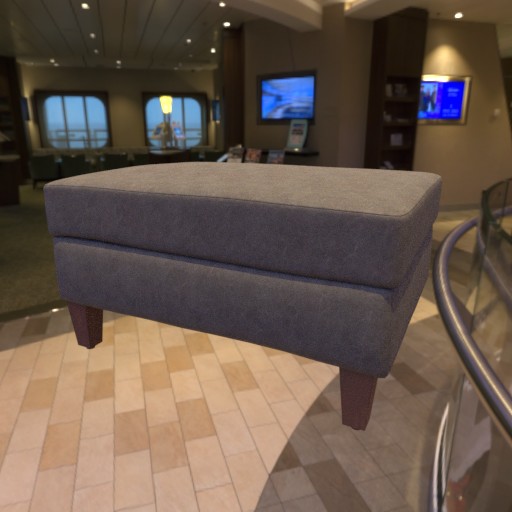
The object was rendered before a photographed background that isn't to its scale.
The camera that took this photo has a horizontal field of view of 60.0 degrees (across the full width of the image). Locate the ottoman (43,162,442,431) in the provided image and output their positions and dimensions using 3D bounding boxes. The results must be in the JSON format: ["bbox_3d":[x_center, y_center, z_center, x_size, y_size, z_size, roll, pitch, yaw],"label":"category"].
[{"bbox_3d":[0.000,0.000,1.186,0.839,0.464,0.639,8,19,26],"label":"ottoman"}]
